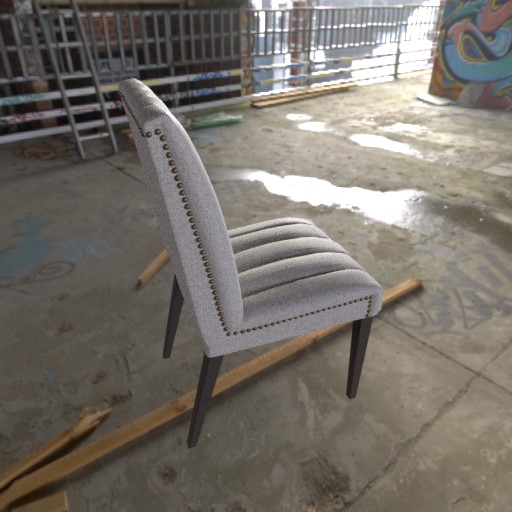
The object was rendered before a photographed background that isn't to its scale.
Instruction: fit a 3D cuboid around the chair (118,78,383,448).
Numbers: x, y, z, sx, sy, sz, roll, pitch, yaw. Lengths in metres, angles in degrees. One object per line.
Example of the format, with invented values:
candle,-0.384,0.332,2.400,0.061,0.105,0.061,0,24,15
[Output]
chair,0.000,0.000,1.378,0.647,1.016,0.511,-11,32,-18
